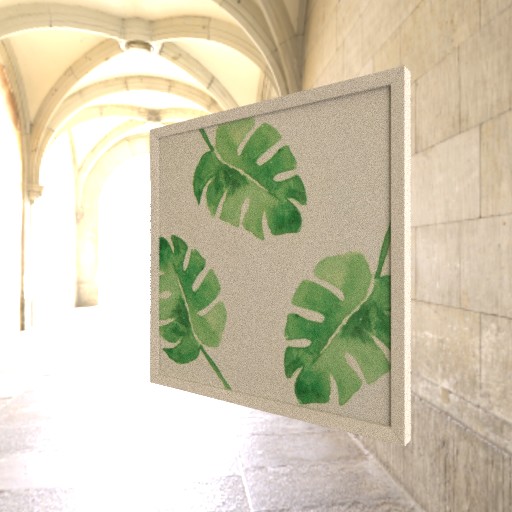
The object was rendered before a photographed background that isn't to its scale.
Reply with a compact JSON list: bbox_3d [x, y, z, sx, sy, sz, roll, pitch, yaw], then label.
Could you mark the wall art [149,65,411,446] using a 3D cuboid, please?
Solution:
[{"bbox_3d":[0.000,0.000,1.124,0.762,0.762,0.040,0,0,36],"label":"wall art"}]
